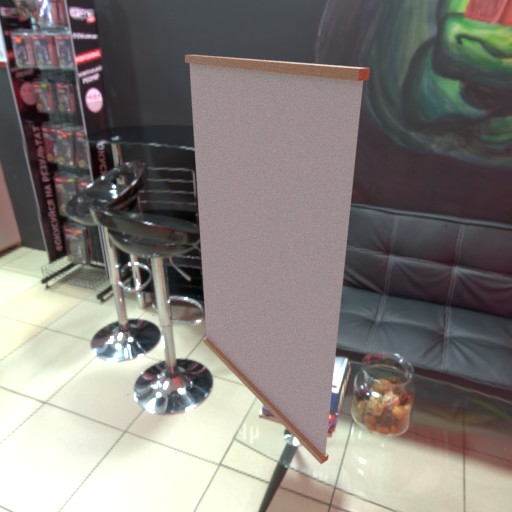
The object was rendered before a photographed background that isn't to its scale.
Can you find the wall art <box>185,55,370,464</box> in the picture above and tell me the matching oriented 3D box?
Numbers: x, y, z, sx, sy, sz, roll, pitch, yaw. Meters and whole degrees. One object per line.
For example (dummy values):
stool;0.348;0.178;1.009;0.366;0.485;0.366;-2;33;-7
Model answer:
wall art;0.000;0.000;1.866;0.040;1.510;0.991;-18;32;-31
